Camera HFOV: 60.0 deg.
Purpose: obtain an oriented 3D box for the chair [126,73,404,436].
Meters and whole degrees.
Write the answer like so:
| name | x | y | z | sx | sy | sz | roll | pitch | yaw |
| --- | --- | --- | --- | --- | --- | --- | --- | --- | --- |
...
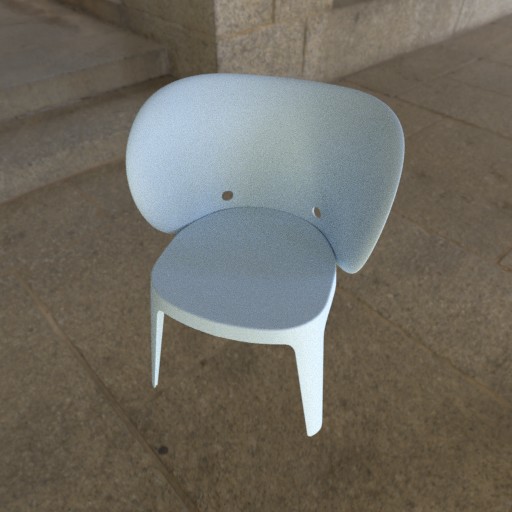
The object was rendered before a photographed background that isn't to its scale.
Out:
| name | x | y | z | sx | sy | sz | roll | pitch | yaw |
| --- | --- | --- | --- | --- | --- | --- | --- | --- | --- |
| chair | 0.000 | 0.000 | 0.857 | 0.451 | 0.554 | 0.402 | 13 | 43 | 14 |
